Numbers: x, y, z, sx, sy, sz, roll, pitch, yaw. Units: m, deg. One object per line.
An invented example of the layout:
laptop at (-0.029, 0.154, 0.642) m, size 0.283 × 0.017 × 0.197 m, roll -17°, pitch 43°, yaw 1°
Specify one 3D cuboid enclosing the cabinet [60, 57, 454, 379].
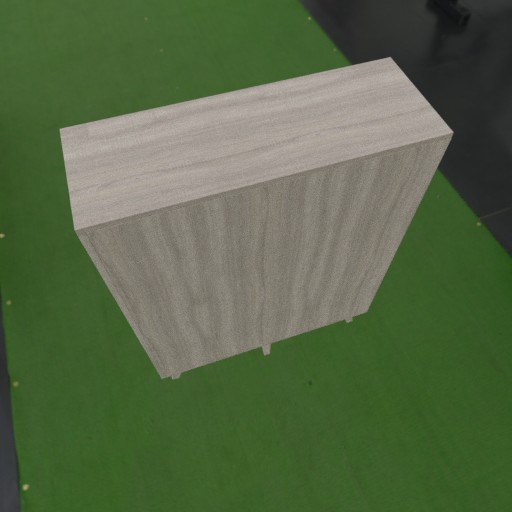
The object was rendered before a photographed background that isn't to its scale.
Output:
cabinet at (0.000, 0.000, 1.908) m, size 1.111 × 1.388 × 0.398 m, roll -16°, pitch 59°, yaw -10°
